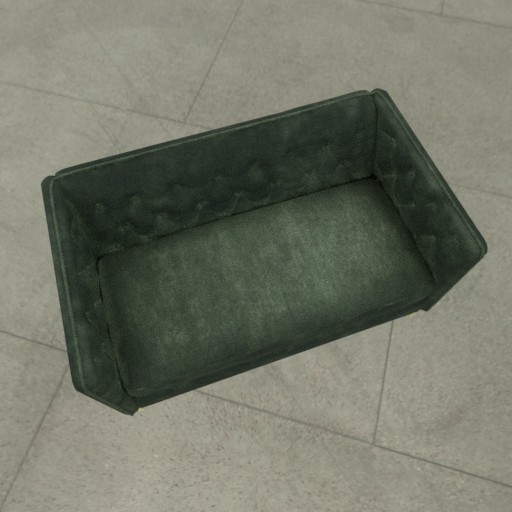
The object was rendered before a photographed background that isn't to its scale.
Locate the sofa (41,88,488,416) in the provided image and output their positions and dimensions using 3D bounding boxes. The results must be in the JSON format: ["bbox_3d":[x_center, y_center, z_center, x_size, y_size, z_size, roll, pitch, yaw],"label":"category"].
[{"bbox_3d":[0.000,0.000,2.001,1.537,0.768,0.895,-17,65,-8],"label":"sofa"}]
